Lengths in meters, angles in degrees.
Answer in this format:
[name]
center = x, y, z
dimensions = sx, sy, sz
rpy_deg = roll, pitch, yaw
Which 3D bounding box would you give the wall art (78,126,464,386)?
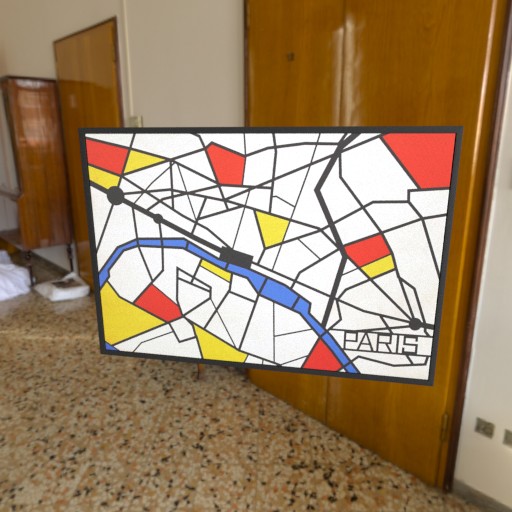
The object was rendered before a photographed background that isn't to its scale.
[wall art]
center = 0.000, 0.000, 0.820
dimensions = 0.664, 0.458, 0.013
rpy_deg = 3, 15, 10
